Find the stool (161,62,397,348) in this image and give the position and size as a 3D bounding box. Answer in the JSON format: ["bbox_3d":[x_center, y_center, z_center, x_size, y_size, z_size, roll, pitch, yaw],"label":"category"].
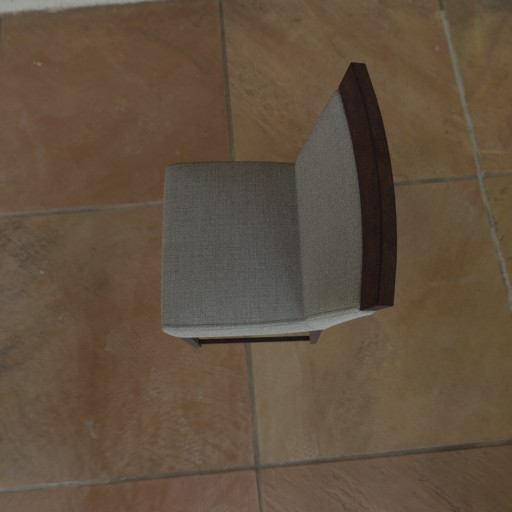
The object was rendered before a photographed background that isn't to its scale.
[{"bbox_3d":[0.000,0.000,1.379,0.531,1.117,0.511,-2,74,0],"label":"stool"}]
